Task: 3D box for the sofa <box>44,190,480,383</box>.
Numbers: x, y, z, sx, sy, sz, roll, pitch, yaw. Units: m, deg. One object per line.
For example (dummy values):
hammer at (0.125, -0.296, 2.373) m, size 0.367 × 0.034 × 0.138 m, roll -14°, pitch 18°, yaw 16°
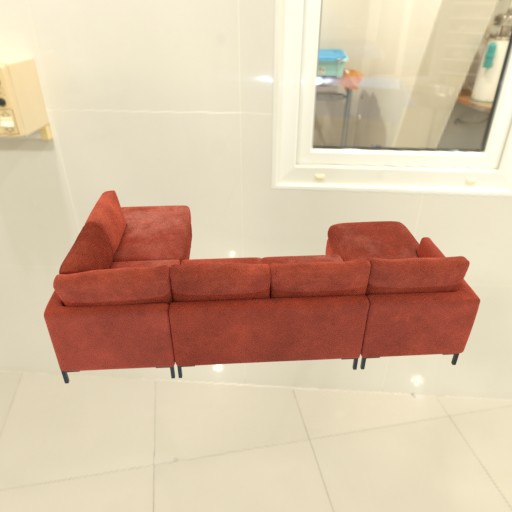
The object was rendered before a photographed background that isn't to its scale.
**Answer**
sofa at (0.000, 0.000, 3.852) m, size 2.971 × 0.858 × 1.981 m, roll -2°, pitch 31°, yaw -3°
